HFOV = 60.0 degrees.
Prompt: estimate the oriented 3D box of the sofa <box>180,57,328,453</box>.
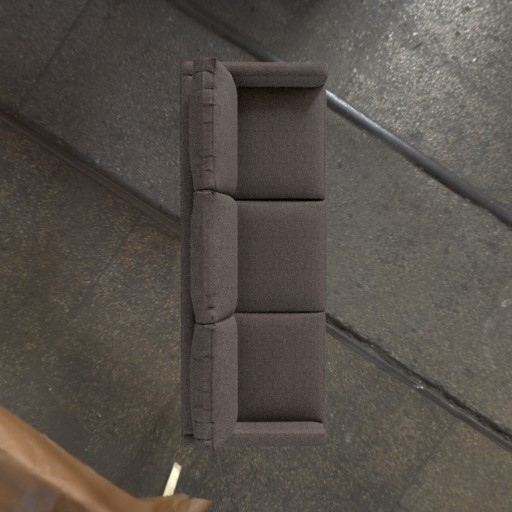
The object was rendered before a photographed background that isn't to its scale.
[{"bbox_3d":[0.000,0.000,2.734,0.876,0.882,2.253,0,92,-1],"label":"sofa"}]
